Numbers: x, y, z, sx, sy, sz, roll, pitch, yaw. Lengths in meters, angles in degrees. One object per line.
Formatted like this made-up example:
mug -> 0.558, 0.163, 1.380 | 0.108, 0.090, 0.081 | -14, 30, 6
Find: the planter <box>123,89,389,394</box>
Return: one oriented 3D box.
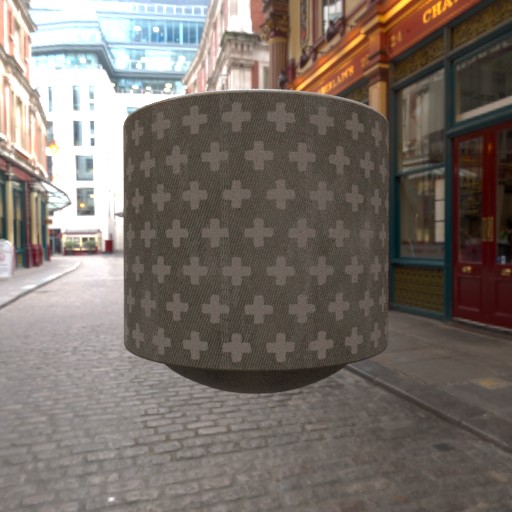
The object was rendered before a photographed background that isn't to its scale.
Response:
planter -> 0.000, 0.000, 0.437 | 0.250, 0.239, 0.250 | 0, 1, 0
